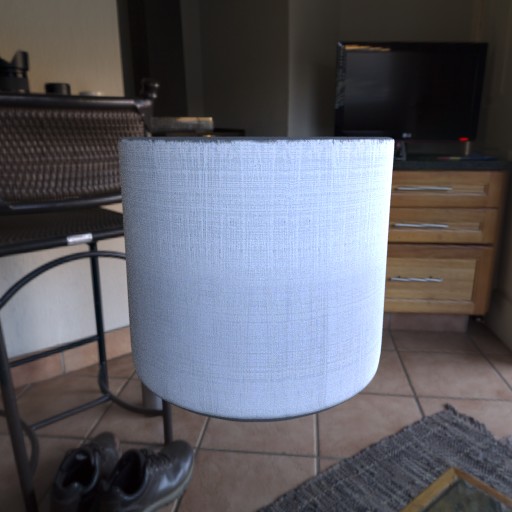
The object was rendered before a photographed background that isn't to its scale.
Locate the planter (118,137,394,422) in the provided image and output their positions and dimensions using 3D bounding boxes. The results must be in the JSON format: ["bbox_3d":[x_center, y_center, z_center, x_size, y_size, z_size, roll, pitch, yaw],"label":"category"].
[{"bbox_3d":[0.000,0.000,0.388,0.221,0.201,0.221,0,15,0],"label":"planter"}]
